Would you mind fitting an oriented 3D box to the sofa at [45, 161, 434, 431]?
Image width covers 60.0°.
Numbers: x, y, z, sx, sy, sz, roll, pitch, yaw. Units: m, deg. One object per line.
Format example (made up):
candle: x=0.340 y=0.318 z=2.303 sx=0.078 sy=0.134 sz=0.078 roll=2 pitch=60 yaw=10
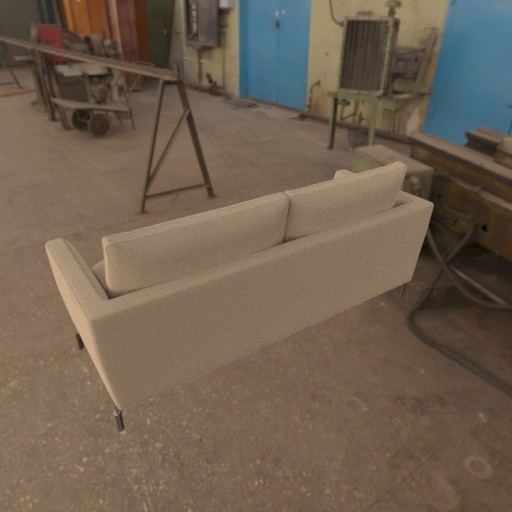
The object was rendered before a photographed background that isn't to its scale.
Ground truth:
sofa: x=0.000 y=0.000 z=2.750 sx=2.214 sy=1.005 sz=0.868 roll=-18 pitch=34 yaw=-29
